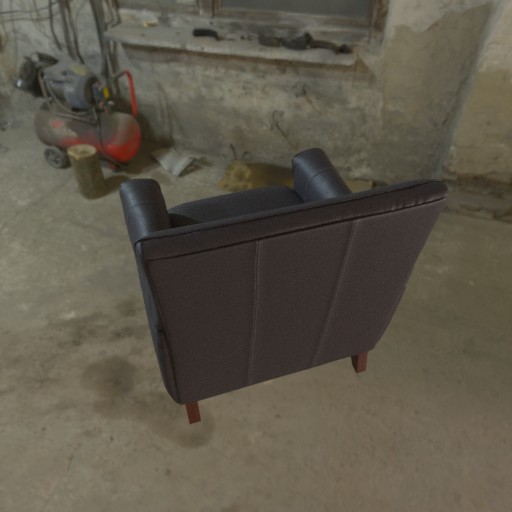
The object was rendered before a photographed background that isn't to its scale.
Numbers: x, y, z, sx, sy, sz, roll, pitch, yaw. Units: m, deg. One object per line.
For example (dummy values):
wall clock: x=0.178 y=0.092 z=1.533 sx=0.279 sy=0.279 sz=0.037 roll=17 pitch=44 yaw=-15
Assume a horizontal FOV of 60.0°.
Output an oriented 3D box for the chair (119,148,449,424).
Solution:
chair: x=0.000 y=0.000 z=1.646 sx=0.870 sy=0.943 sz=0.825 roll=-13 pitch=44 yaw=-13
